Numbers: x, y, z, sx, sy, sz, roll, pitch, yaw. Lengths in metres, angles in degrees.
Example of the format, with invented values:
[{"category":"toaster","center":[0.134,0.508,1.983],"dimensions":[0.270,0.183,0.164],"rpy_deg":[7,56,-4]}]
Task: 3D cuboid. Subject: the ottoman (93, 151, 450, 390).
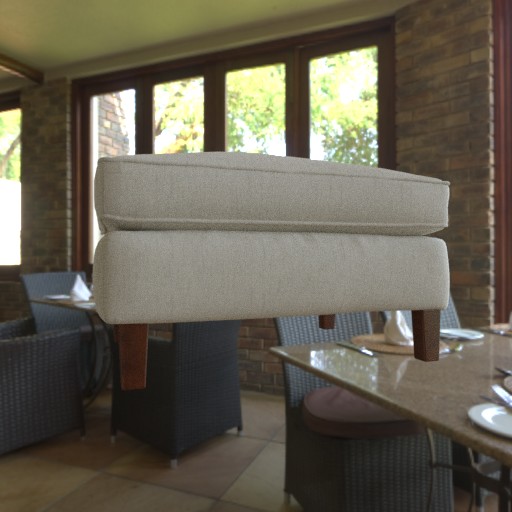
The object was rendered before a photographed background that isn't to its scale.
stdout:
[{"category":"ottoman","center":[0.000,0.000,0.966],"dimensions":[0.665,0.406,0.501],"rpy_deg":[0,0,-19]}]
